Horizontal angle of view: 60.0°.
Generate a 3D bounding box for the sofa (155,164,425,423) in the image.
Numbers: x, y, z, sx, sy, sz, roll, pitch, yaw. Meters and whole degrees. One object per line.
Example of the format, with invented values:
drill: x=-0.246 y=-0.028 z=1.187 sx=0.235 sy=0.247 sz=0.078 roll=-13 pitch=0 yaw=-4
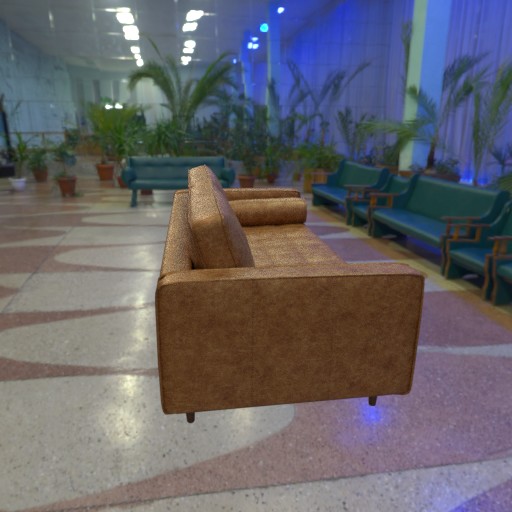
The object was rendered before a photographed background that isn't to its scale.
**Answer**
sofa: x=0.000 y=0.000 z=2.386 sx=0.924 sy=0.825 sz=1.920 roll=-2 pitch=18 yaw=-8
